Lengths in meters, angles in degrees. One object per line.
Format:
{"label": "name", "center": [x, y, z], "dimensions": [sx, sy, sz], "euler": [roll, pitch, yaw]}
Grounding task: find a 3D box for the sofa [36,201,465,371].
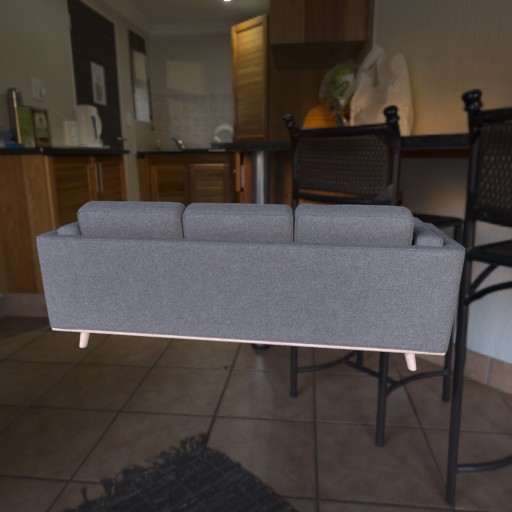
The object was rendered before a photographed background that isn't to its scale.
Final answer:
{"label": "sofa", "center": [0.000, 0.000, 3.217], "dimensions": [2.411, 0.929, 1.604], "euler": [2, 14, 8]}
